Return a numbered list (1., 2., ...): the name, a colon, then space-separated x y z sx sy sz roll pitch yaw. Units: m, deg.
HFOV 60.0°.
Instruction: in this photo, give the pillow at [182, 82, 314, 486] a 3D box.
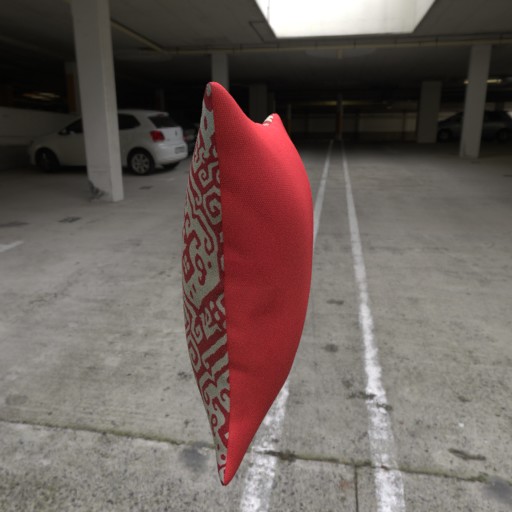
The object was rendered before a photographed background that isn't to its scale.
1. pillow: 0.000 0.000 0.773 0.192 0.507 0.522 2 15 9
